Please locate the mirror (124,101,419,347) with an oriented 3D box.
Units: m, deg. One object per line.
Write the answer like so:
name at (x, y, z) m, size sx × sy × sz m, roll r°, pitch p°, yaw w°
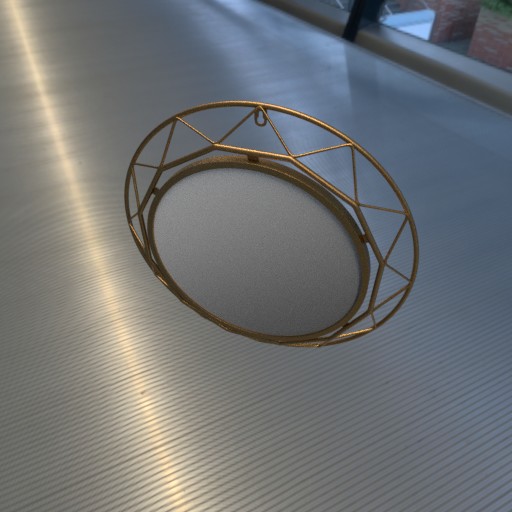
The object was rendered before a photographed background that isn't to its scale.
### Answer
mirror at (0.000, 0.000, 0.659) m, size 0.454 × 0.454 × 0.043 m, roll 13°, pitch 44°, yaw 13°
